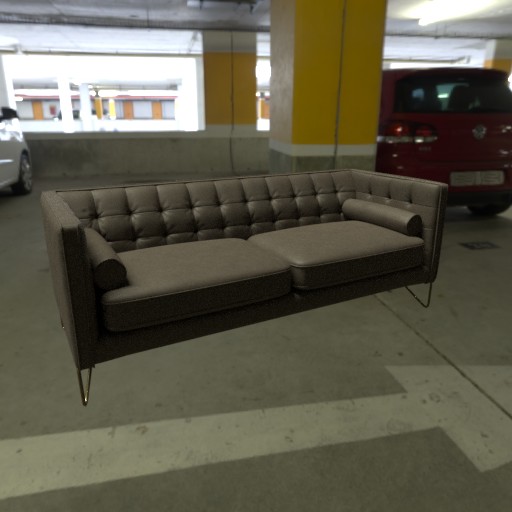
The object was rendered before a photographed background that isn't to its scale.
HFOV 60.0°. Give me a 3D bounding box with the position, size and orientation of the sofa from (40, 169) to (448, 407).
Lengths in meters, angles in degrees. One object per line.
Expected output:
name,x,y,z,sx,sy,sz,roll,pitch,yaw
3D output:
sofa,0.000,0.000,2.504,2.087,0.789,0.867,-10,20,-27
